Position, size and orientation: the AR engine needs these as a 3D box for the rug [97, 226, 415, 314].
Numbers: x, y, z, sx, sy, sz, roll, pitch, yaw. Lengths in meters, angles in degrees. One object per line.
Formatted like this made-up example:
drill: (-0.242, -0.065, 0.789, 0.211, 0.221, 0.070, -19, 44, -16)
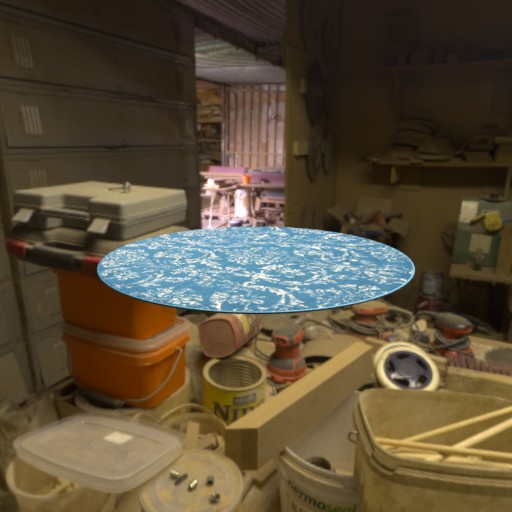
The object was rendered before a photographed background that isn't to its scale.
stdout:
rug: (0.000, 0.000, 2.348, 1.593, 0.012, 1.593, 0, 15, 0)
